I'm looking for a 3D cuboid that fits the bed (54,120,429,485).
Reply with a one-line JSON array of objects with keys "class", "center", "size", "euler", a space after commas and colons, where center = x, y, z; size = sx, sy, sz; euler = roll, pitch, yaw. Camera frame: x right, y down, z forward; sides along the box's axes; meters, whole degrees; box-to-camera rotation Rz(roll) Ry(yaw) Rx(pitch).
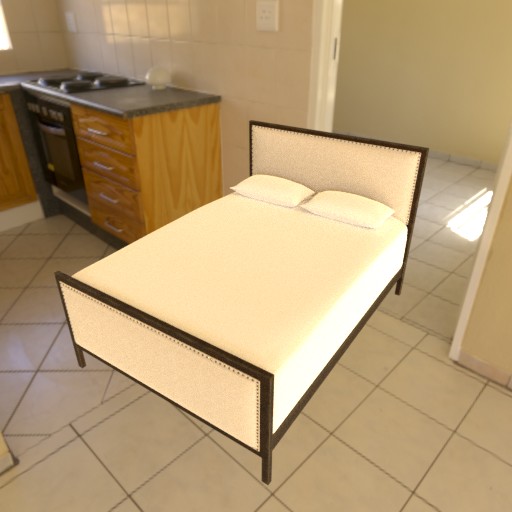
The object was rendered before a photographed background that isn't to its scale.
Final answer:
[{"class": "bed", "center": [0.000, 0.000, 3.211], "size": [1.607, 1.313, 2.221], "euler": [19, 35, 29]}]
